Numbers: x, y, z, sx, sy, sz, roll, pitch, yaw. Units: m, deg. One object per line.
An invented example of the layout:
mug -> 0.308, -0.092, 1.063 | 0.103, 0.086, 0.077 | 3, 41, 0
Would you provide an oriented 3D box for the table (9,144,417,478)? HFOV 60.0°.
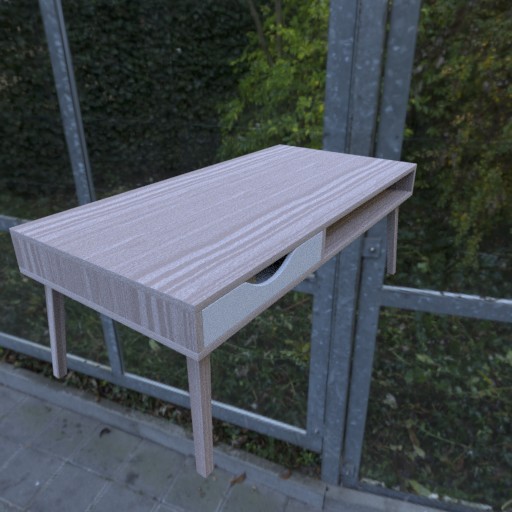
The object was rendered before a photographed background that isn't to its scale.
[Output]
table -> 0.000, 0.000, 1.442 | 0.600, 0.450, 1.200 | 17, 30, 32
